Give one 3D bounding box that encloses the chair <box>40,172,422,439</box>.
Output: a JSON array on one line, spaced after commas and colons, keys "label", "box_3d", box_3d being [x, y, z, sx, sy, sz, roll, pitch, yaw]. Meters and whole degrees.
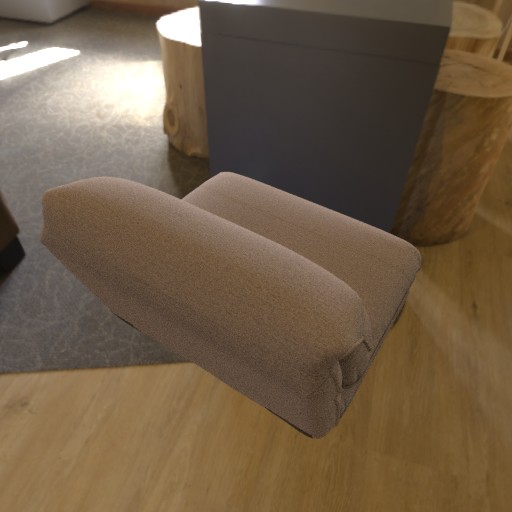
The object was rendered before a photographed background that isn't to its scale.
[{"label": "chair", "box_3d": [0.000, 0.000, 1.282, 0.820, 0.580, 0.780, 25, 51, 22]}]
